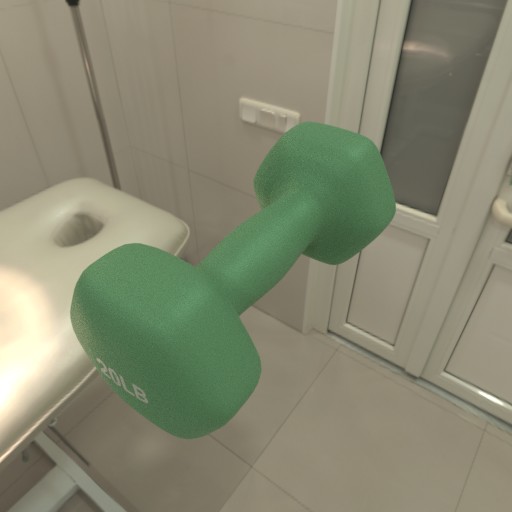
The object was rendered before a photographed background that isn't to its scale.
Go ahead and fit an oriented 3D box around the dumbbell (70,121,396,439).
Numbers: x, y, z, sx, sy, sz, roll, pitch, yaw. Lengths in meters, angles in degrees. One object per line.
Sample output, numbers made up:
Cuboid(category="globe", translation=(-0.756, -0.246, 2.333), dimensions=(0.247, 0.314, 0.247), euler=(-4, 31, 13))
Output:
Cuboid(category="dumbbell", translation=(0.000, 0.000, 0.327), dimensions=(0.129, 0.117, 0.260), euler=(26, 47, 26))
